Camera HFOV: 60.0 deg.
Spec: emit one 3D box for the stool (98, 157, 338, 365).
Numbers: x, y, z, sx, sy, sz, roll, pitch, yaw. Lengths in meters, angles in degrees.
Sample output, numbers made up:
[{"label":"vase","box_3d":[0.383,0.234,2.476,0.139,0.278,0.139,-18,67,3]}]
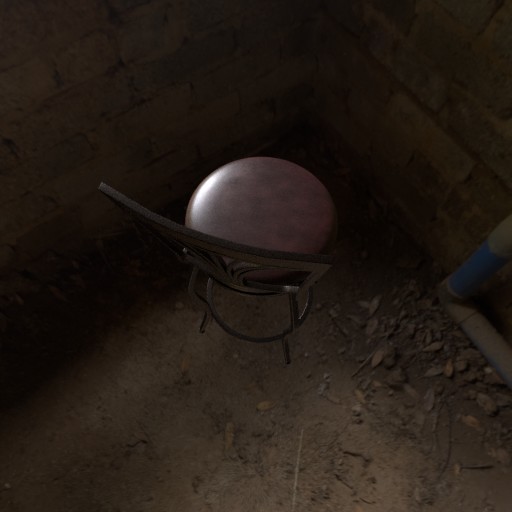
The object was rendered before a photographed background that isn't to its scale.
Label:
[{"label":"stool","box_3d":[0.000,0.000,1.349,0.433,1.117,0.514,18,65,9]}]
